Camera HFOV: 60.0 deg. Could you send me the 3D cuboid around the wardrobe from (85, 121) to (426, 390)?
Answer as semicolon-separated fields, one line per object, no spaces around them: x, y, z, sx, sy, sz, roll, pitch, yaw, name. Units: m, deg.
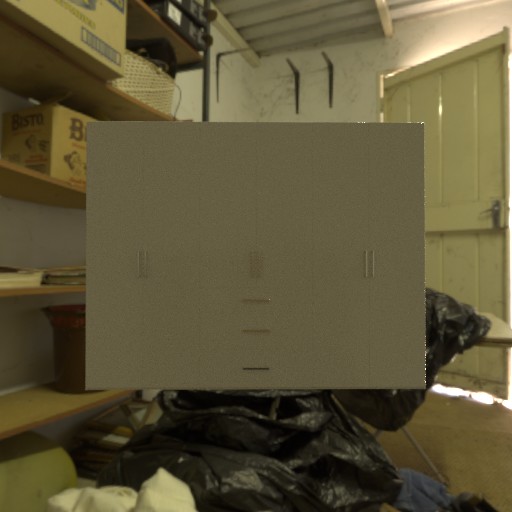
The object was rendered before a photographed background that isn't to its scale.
0.000;0.000;4.142;3.000;2.360;0.580;0;-1;-1;wardrobe
